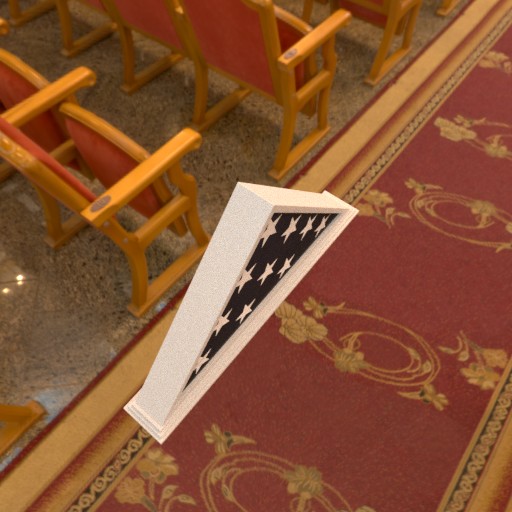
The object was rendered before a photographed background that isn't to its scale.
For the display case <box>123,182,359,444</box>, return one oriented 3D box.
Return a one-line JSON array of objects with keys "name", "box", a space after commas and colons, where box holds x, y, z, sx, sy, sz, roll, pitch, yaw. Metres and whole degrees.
[{"name": "display case", "box": [0.000, 0.000, 0.765, 0.095, 0.340, 0.640, 35, 65, 19]}]
